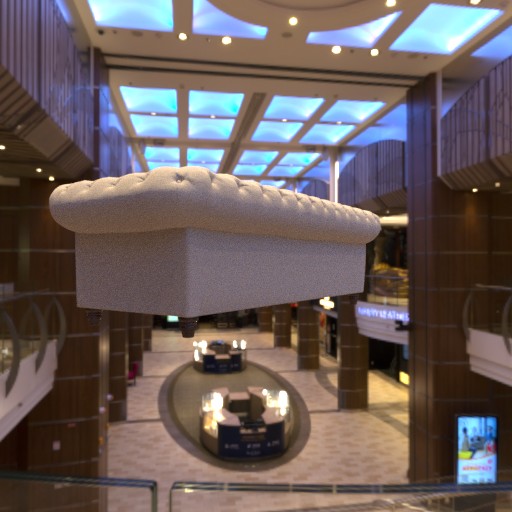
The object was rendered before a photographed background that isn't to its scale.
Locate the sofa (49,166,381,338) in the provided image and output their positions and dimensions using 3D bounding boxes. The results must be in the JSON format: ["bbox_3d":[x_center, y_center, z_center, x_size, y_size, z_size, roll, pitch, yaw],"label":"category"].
[{"bbox_3d":[0.000,0.000,3.257,1.076,0.847,2.694,-1,-1,35],"label":"sofa"}]
